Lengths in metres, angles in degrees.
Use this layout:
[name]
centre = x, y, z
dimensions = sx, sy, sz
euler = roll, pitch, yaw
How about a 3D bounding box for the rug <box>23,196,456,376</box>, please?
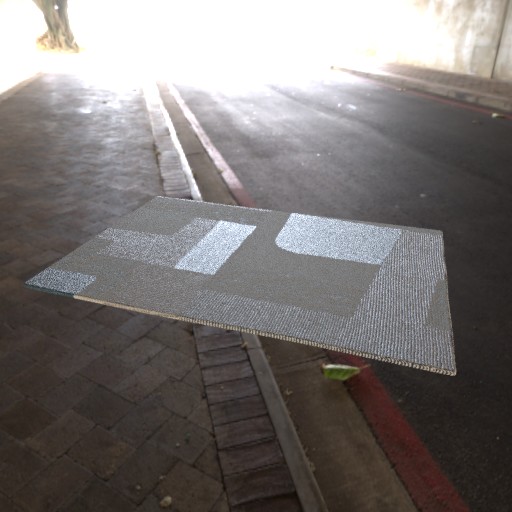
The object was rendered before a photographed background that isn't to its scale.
[rug]
centre = 0.000, 0.000, 2.284
dimensions = 1.847, 0.020, 1.238
euler = 9, 29, 16
